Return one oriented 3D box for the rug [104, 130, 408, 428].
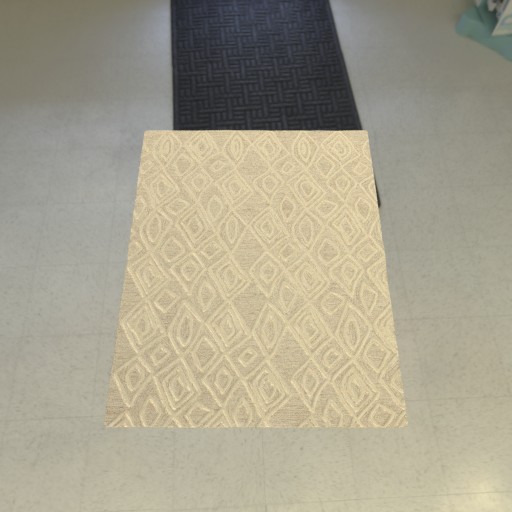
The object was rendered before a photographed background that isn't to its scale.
[{"bbox_3d":[0.000,0.000,4.200,2.449,0.025,3.049,0,64,0],"label":"rug"}]
